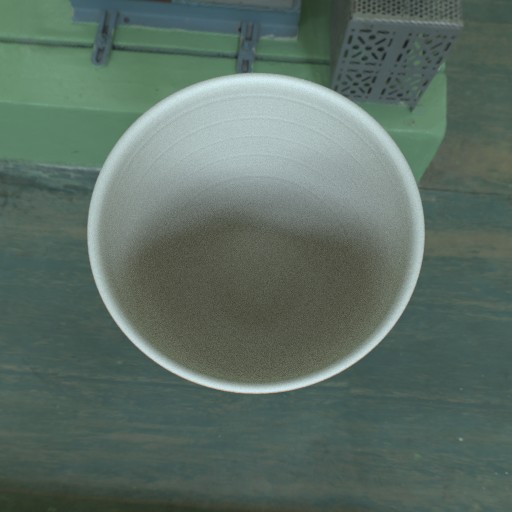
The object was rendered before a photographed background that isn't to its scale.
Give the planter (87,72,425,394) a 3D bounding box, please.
[{"bbox_3d":[0.000,0.000,0.363,0.208,0.190,0.208,0,75,0],"label":"planter"}]
